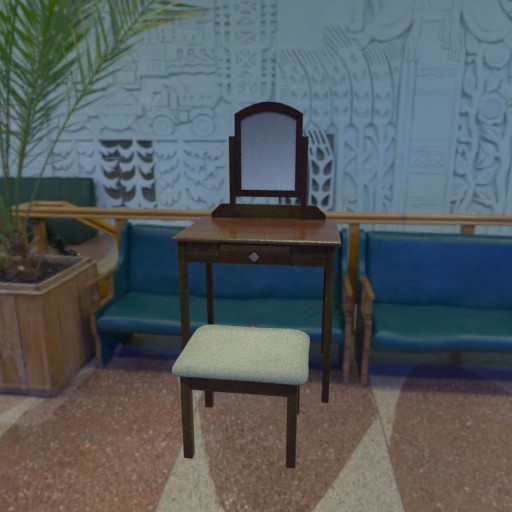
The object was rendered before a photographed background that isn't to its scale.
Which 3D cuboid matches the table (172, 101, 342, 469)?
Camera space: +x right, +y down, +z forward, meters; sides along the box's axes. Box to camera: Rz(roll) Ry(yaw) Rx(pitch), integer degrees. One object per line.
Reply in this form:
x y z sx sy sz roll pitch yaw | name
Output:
0.000 0.000 2.343 0.876 1.631 1.211 2 15 7 | table
